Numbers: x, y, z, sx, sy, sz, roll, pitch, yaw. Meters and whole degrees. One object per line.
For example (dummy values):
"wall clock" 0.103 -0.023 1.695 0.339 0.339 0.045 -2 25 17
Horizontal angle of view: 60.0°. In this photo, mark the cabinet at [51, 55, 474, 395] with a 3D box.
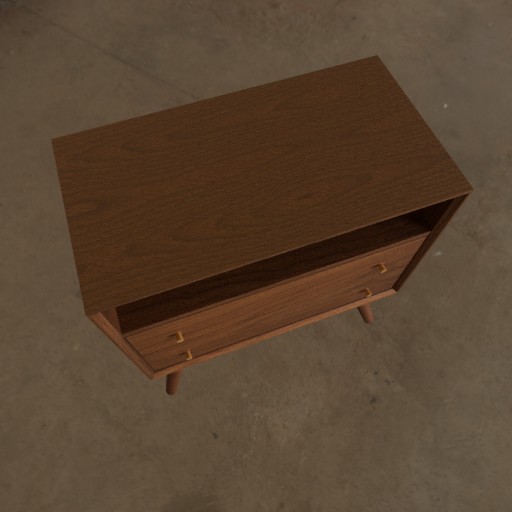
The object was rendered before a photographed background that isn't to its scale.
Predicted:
"cabinet" 0.000 0.000 1.165 0.712 0.748 0.388 -18 64 -9
